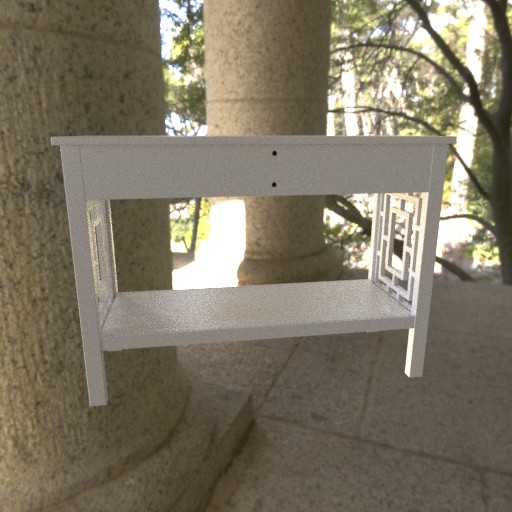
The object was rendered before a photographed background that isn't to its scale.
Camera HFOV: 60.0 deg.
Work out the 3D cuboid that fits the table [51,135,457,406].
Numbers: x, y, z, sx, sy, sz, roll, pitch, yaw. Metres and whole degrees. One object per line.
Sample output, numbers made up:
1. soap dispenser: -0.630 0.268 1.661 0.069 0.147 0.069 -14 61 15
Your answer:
1. table: 0.000 0.000 1.441 1.068 0.753 0.397 -2 16 -9
